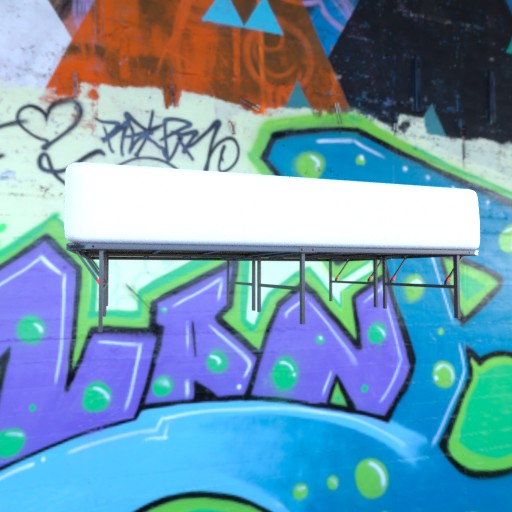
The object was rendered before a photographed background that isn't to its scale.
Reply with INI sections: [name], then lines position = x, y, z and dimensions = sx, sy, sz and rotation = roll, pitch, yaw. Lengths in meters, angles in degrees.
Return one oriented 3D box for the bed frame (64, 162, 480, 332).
[bed frame]
position = 0.000, 0.000, 2.730
dimensions = 2.037, 0.677, 1.528
rotation = 1, -2, -18
